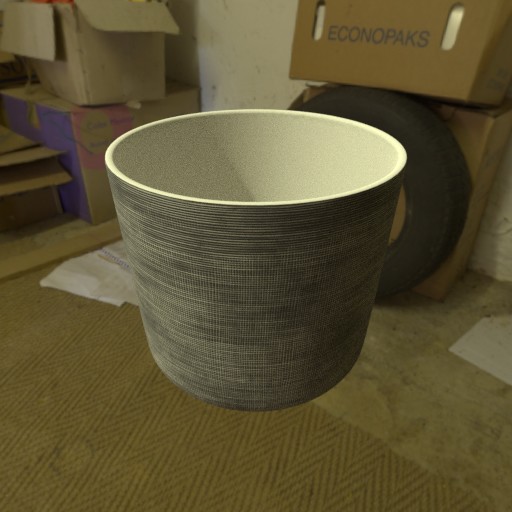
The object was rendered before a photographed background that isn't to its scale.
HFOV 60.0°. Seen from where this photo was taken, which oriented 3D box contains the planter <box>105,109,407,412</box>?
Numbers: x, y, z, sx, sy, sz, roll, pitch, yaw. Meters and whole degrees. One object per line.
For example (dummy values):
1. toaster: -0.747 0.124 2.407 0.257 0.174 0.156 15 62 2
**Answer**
1. planter: 0.000 0.000 0.774 0.440 0.398 0.440 0 31 0
